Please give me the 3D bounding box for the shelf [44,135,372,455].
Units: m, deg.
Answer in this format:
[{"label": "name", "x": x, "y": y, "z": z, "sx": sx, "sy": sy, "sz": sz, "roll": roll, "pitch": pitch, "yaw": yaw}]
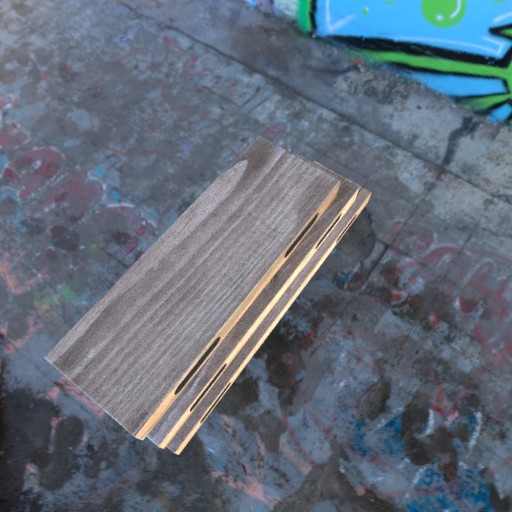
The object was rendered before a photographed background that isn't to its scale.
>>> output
[{"label": "shelf", "x": 0.000, "y": 0.000, "z": 0.718, "sx": 0.140, "sy": 0.293, "sz": 0.610, "roll": 33, "pitch": 67, "yaw": 16}]
